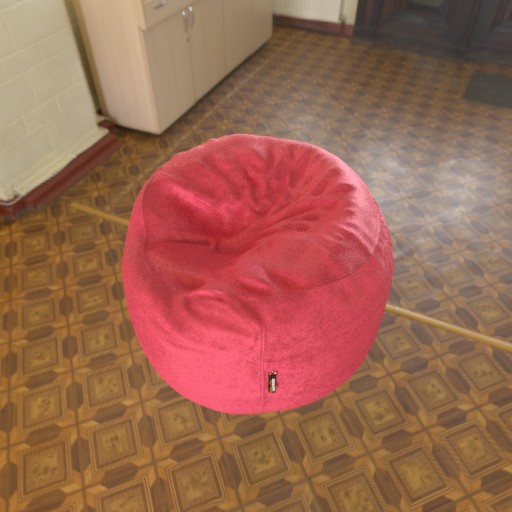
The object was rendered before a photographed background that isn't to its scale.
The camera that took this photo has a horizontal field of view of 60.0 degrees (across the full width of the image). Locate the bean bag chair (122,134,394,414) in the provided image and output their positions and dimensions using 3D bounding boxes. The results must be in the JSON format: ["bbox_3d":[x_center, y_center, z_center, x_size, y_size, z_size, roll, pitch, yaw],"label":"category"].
[{"bbox_3d":[0.000,0.000,2.040,1.218,0.788,1.218,0,45,0],"label":"bean bag chair"}]
